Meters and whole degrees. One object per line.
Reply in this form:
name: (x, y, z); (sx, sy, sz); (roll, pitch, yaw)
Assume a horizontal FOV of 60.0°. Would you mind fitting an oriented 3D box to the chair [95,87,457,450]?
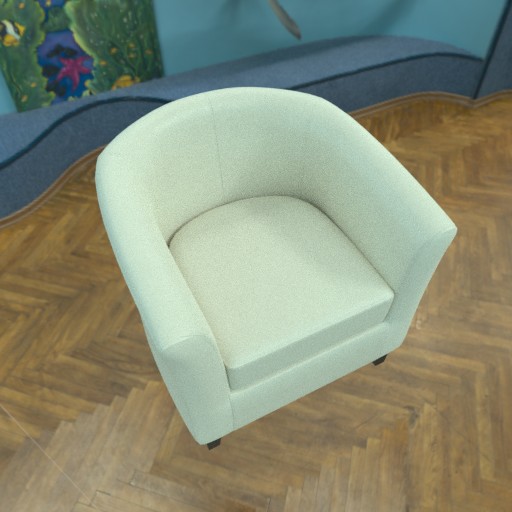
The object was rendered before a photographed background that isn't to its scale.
chair: (0.000, 0.000, 1.360); (0.792, 0.756, 0.727); (-20, 50, -18)
